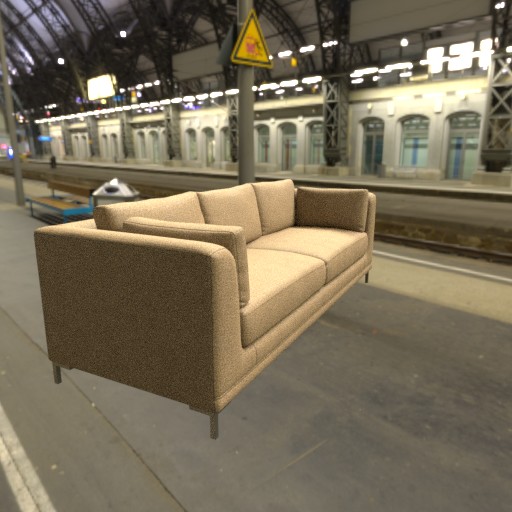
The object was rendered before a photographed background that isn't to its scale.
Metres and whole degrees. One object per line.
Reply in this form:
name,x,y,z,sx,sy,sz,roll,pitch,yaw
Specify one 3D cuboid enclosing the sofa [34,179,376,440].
sofa,0.000,0.000,2.853,0.969,0.867,2.415,7,15,27
